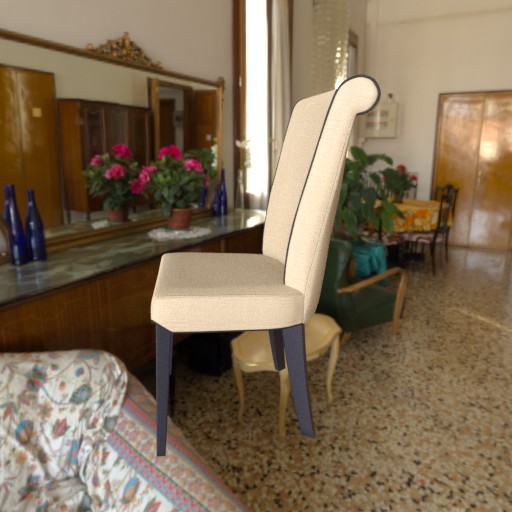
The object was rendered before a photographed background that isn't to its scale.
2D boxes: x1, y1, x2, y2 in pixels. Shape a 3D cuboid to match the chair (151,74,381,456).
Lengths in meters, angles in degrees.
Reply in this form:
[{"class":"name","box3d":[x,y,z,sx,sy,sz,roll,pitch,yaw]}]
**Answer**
[{"class":"chair","box3d":[0.000,0.000,1.375,0.623,0.997,0.522,-2,14,-8]}]
